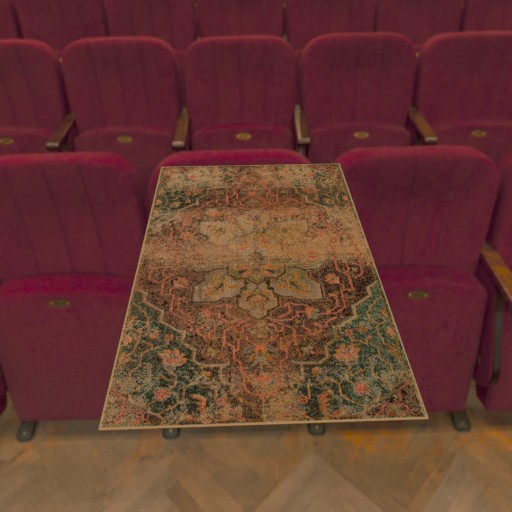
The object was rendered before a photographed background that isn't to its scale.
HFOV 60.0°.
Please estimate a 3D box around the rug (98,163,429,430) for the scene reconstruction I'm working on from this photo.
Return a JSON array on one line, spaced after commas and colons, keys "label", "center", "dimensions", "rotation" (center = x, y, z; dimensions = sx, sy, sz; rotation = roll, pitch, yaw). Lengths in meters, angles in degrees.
[{"label": "rug", "center": [0.000, 0.000, 2.913], "dimensions": [1.566, 0.004, 2.363], "rotation": [-1, 42, -1]}]
